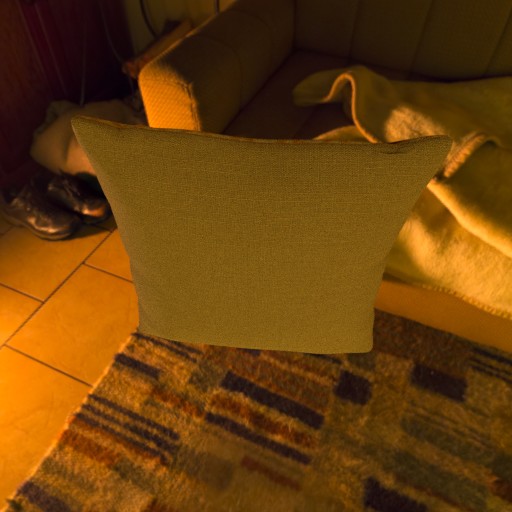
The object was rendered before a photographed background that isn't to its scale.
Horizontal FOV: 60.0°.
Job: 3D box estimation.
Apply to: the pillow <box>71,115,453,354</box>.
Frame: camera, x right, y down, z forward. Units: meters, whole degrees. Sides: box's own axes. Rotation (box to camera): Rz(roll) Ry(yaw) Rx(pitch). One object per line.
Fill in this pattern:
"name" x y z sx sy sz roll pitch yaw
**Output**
"pillow" 0.000 0.000 0.651 0.429 0.436 0.159 3 47 3
